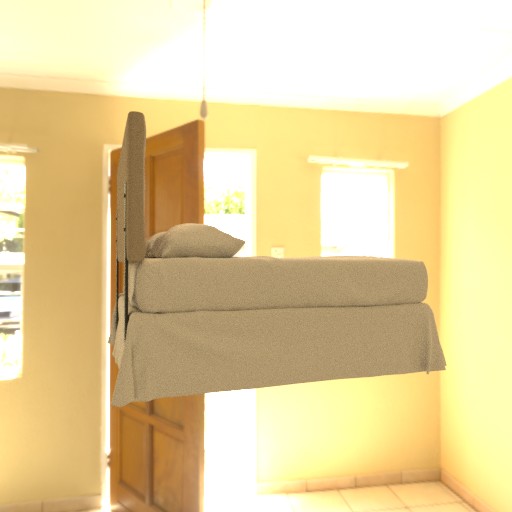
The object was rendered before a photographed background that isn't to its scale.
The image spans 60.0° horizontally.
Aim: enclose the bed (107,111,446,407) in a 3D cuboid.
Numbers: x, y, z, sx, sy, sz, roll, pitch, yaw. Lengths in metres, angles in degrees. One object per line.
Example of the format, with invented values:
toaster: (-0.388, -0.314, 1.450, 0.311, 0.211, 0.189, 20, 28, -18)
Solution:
bed: (0.000, 0.000, 3.521, 2.222, 1.577, 1.936, 0, -1, -19)
